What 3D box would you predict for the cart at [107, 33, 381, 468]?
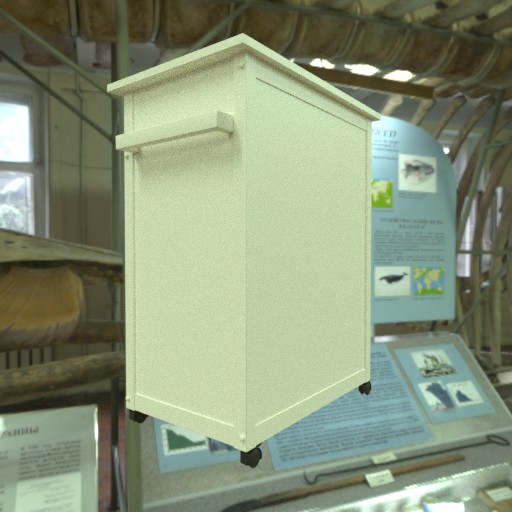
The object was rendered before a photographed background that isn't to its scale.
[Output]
[{"bbox_3d":[0.000,0.000,1.240,0.442,0.864,0.683,1,2,38],"label":"cart"}]
